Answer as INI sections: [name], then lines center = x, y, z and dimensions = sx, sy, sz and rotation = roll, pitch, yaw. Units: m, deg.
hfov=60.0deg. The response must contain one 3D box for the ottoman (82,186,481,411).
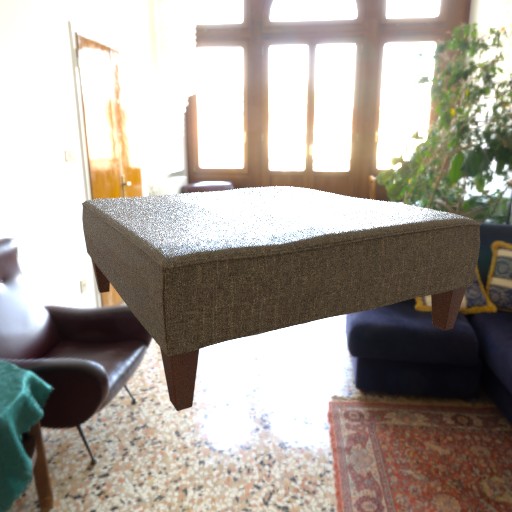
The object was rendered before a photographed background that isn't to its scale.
[ottoman]
center = 0.000, 0.000, 1.520
dimensions = 0.981, 0.379, 1.016
rotation = -8, 17, -28
